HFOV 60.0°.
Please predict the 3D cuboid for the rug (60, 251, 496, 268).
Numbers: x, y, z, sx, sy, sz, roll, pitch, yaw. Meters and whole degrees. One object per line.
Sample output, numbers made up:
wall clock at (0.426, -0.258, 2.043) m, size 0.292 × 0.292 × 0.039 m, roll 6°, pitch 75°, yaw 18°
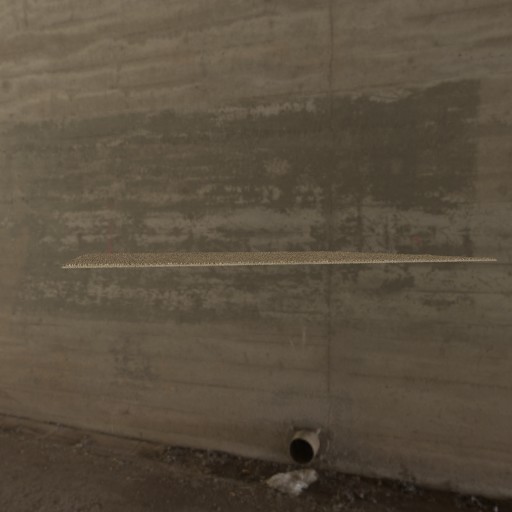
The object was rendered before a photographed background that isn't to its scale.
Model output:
rug at (0.000, 0.000, 4.042) m, size 3.052 × 0.030 × 2.429 m, roll -1°, pitch 2°, yaw -18°
